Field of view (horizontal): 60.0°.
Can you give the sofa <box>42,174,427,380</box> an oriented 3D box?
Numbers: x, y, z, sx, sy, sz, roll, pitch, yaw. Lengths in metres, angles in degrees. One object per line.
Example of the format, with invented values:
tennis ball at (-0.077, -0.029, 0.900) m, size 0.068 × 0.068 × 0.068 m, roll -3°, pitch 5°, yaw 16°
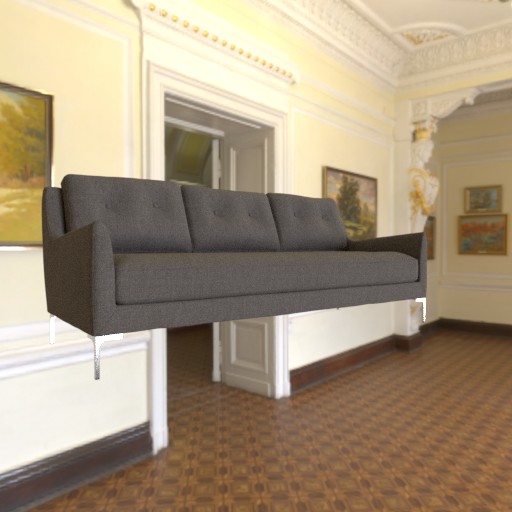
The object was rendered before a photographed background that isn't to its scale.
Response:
sofa at (0.000, 0.000, 2.476) m, size 2.060 × 0.837 × 0.849 m, roll -1°, pitch 1°, yaw -36°
